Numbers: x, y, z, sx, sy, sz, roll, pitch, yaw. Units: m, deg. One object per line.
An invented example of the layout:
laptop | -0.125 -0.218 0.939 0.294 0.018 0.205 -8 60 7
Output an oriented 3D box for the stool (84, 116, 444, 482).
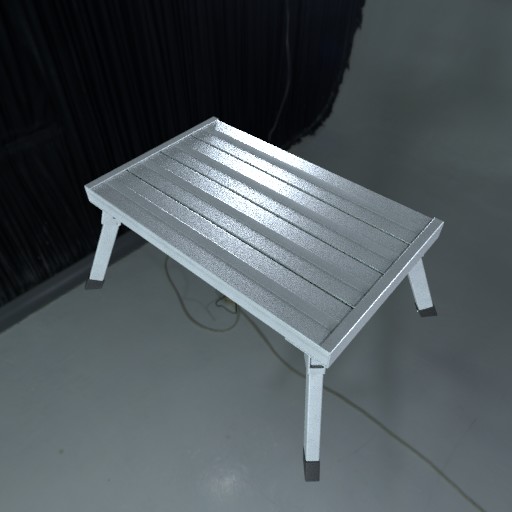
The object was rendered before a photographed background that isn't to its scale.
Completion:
stool | 0.000 0.000 0.730 0.535 0.225 0.385 32 54 27
